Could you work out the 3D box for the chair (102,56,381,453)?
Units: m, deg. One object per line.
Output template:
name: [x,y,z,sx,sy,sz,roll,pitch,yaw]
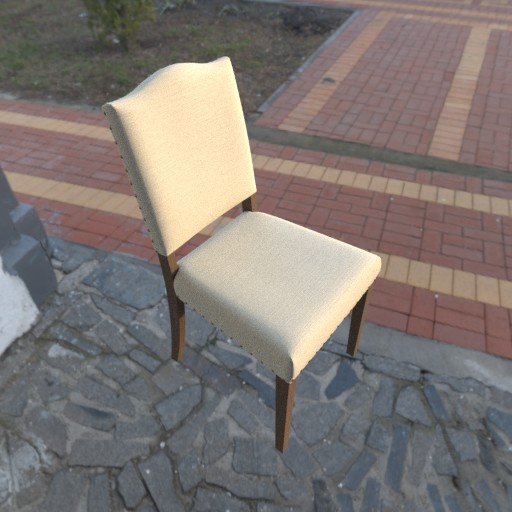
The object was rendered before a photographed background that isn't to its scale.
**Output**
chair: [0.000,0.000,1.357,0.619,1.015,0.508,27,48,27]
